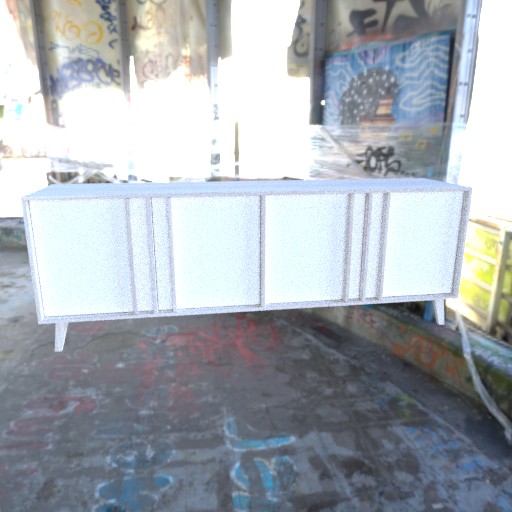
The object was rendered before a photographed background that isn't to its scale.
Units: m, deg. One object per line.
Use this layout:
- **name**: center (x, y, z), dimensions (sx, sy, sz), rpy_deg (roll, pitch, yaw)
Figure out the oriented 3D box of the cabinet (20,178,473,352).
- **cabinet**: center (0.000, 0.000, 2.477), dimensions (2.200, 0.780, 0.500), rpy_deg (-2, 16, -9)
